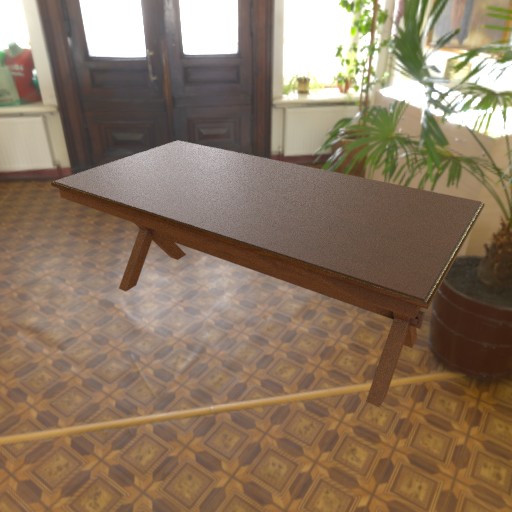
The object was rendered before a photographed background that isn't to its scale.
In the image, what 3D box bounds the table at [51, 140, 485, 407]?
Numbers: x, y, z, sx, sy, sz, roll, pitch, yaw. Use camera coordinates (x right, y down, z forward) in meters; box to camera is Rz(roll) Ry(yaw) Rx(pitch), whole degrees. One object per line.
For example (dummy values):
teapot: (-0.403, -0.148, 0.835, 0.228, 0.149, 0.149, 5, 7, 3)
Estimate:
table: (0.000, 0.000, 1.469, 1.197, 0.459, 0.594, 18, 35, 29)
